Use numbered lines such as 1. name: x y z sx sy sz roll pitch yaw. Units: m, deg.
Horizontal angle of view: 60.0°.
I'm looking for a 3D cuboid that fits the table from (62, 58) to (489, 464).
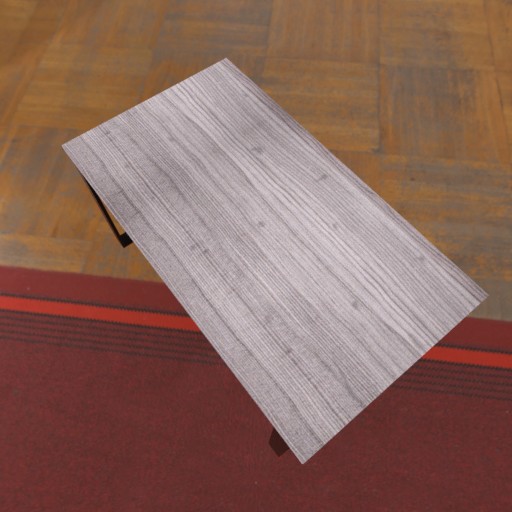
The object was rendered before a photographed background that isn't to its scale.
1. table: 0.000 0.000 2.073 0.881 0.736 1.579 -35 68 -16
